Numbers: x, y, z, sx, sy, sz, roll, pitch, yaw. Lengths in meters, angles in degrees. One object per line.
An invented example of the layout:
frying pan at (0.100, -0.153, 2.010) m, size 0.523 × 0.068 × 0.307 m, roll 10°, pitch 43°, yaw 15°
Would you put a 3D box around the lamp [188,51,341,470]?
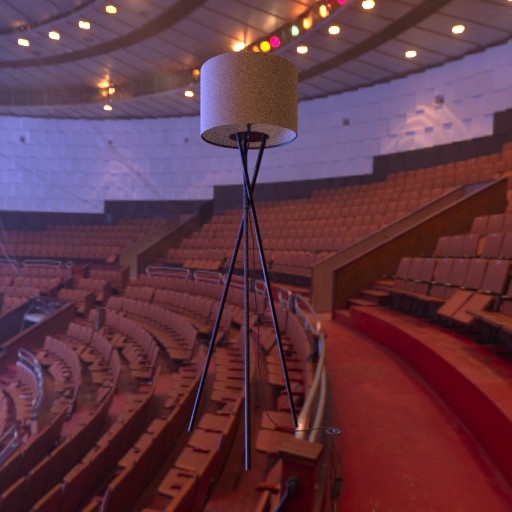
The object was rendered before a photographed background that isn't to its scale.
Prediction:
lamp at (0.000, 0.000, 1.930) m, size 0.667 × 1.624 × 0.522 m, roll 0°, pitch 0°, yaw 19°
